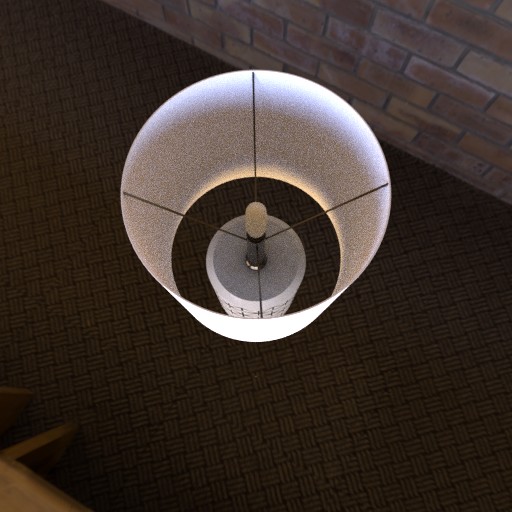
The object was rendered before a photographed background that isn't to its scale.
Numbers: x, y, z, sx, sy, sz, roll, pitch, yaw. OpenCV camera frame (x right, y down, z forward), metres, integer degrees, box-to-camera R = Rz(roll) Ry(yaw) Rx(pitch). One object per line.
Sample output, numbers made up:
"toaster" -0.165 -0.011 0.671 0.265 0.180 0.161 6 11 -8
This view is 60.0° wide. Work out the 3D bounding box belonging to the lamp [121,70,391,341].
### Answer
"lamp" 0.000 0.000 0.540 0.206 0.416 0.206 -2 75 -1
